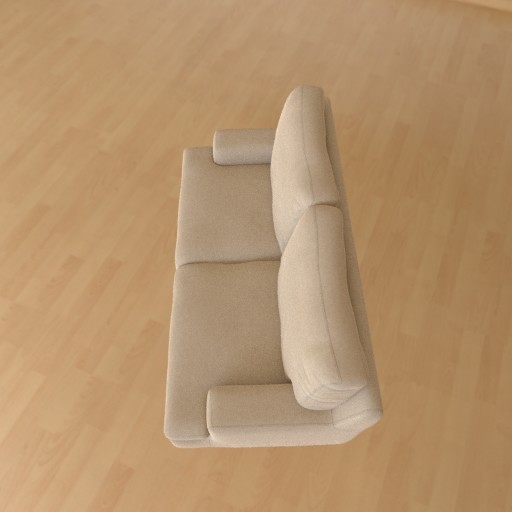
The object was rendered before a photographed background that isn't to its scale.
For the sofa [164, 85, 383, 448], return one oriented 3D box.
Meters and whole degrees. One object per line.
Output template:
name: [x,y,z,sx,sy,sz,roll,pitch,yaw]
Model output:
sofa: [0.000,0.000,2.466,0.962,0.967,1.885,-2,59,-1]
